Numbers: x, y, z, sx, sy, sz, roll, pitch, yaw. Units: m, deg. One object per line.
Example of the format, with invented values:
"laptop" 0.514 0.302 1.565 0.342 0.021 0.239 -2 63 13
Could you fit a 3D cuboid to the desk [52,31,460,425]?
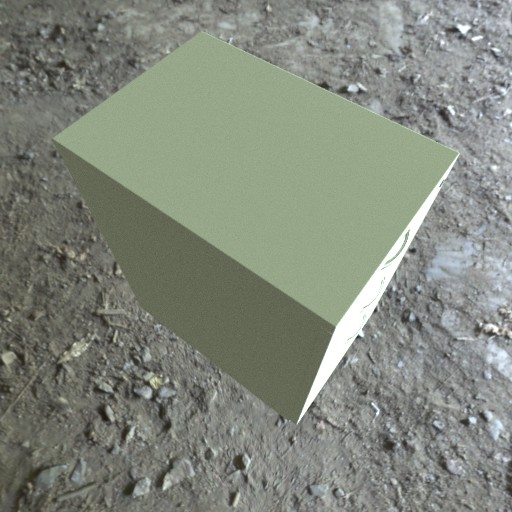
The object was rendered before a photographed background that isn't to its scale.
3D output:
"desk" 0.000 0.000 1.083 0.600 0.730 0.404 33 64 18
